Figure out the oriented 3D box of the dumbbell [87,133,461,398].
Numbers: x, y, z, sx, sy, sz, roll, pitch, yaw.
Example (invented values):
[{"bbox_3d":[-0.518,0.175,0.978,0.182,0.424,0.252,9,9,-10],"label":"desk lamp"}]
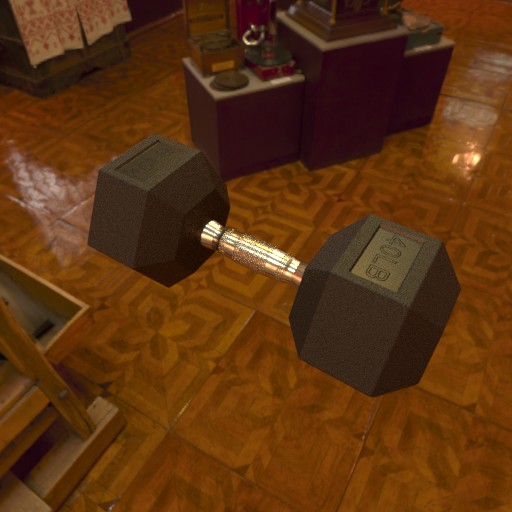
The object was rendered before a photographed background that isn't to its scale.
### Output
[{"bbox_3d":[0.000,0.000,0.439,0.361,0.137,0.157,25,51,22],"label":"dumbbell"}]
